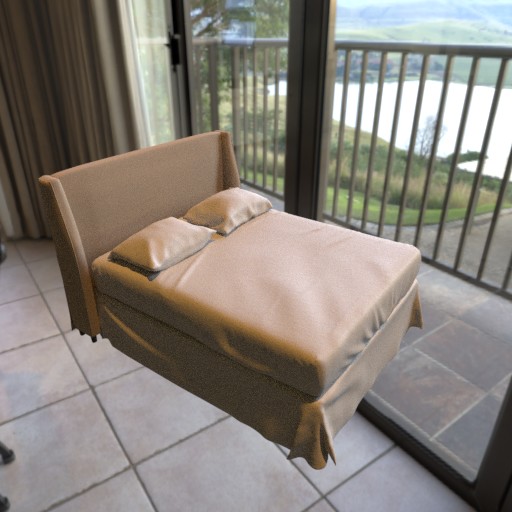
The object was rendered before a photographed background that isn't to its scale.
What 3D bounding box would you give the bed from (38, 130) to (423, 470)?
[{"bbox_3d":[0.000,0.000,3.360,2.276,1.332,1.925,19,33,31],"label":"bed"}]
